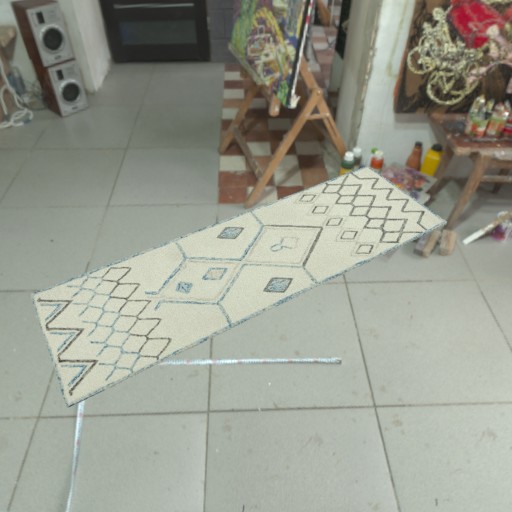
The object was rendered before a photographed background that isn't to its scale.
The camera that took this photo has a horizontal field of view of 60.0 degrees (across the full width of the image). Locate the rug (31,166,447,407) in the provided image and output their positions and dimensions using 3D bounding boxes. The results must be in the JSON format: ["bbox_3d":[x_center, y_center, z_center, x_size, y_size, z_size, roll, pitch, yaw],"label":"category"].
[{"bbox_3d":[0.000,0.000,2.651,2.434,0.013,0.770,-23,49,-22],"label":"rug"}]
